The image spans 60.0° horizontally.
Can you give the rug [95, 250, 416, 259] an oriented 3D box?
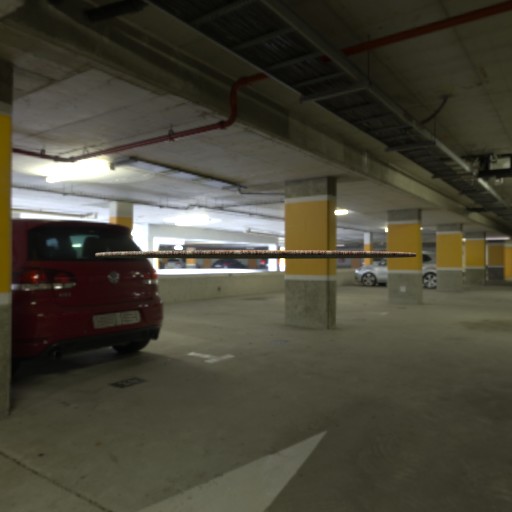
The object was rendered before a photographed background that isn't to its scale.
[{"bbox_3d":[0.000,0.000,2.222,1.514,0.015,1.514,0,-1,0],"label":"rug"}]
